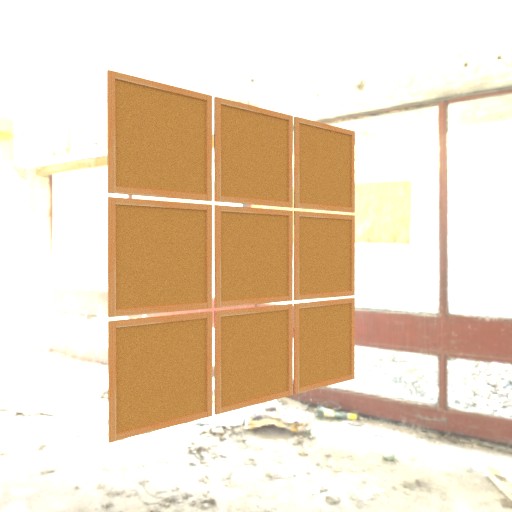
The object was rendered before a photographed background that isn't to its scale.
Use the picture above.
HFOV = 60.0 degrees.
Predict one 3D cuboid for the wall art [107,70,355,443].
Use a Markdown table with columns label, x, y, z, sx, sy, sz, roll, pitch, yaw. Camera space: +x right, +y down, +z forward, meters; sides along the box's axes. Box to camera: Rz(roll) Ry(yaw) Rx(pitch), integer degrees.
| label | x | y | z | sx | sy | sz | roll | pitch | yaw |
| --- | --- | --- | --- | --- | --- | --- | --- | --- | --- |
| wall art | 0.000 | 0.000 | 1.819 | 1.216 | 1.220 | 0.013 | 0 | 1 | -37 |
